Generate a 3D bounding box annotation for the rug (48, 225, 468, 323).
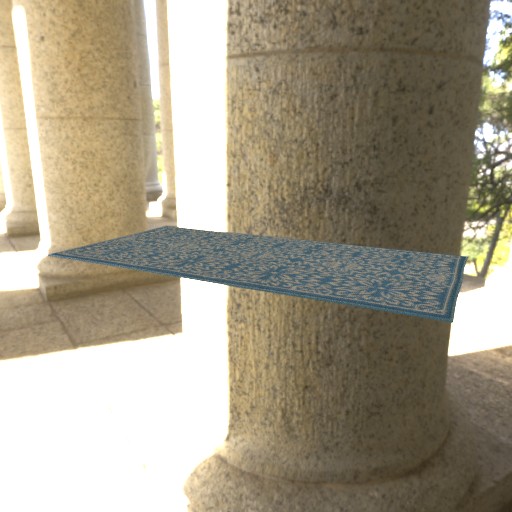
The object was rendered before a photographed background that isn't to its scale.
[{"bbox_3d":[0.000,0.000,1.433,1.219,0.007,0.604,7,16,27],"label":"rug"}]
